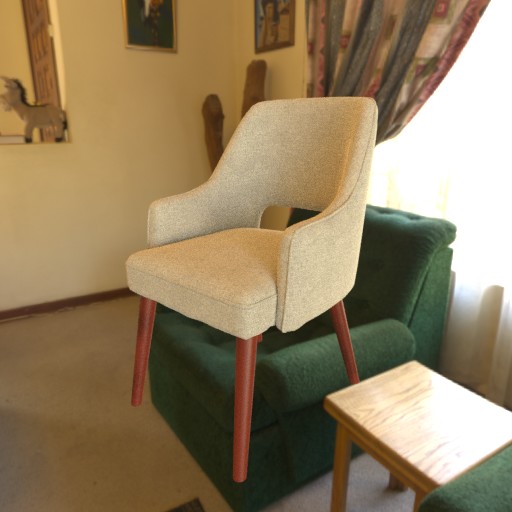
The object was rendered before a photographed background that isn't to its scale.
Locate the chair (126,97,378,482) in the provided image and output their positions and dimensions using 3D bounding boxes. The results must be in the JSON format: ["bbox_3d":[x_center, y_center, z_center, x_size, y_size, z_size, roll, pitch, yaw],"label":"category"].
[{"bbox_3d":[0.000,0.000,1.231,0.548,0.849,0.605,15,22,40],"label":"chair"}]
